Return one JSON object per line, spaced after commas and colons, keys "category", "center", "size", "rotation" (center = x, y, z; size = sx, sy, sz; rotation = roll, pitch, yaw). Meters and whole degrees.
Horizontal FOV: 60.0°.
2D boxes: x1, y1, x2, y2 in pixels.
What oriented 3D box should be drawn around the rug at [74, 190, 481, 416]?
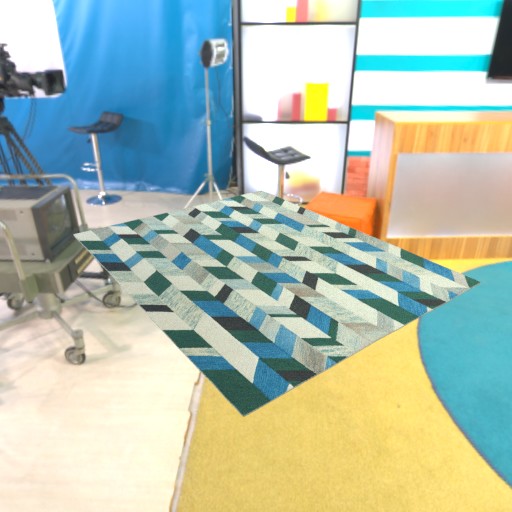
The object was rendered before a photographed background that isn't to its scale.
{"category": "rug", "center": [0.000, 0.000, 4.112], "size": [2.440, 0.008, 3.036], "rotation": [-18, 32, -32]}
